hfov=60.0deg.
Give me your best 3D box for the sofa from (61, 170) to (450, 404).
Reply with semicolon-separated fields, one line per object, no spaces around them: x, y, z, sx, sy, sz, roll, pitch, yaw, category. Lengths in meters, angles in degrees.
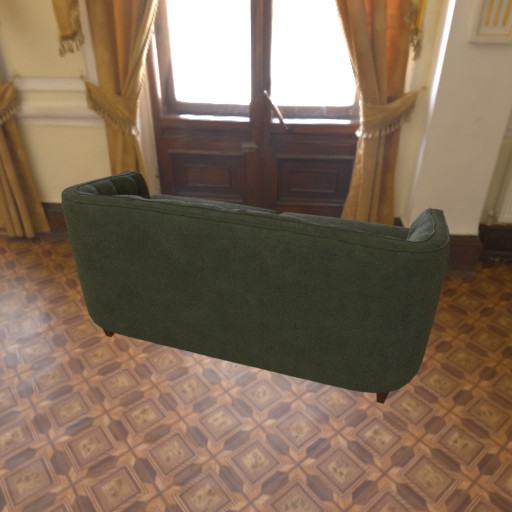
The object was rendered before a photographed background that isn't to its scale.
0.000;0.000;2.260;1.733;0.855;0.941;10;32;16;sofa
